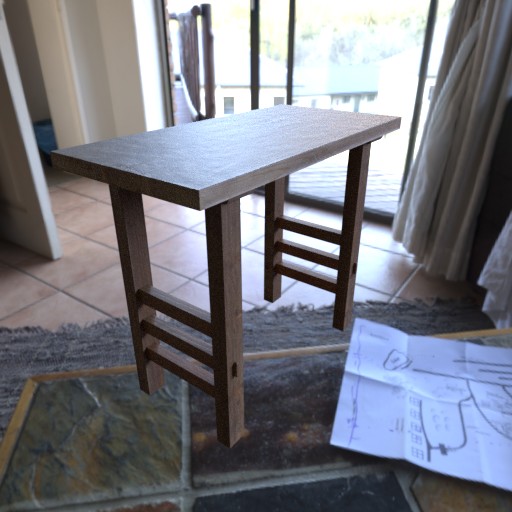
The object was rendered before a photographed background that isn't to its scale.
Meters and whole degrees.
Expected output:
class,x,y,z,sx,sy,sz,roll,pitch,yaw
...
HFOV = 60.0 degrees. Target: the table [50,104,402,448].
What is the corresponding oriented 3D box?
class,x,y,z,sx,sy,sz,roll,pitch,yaw
table,0.000,0.000,1.654,0.556,0.914,1.119,19,32,33
